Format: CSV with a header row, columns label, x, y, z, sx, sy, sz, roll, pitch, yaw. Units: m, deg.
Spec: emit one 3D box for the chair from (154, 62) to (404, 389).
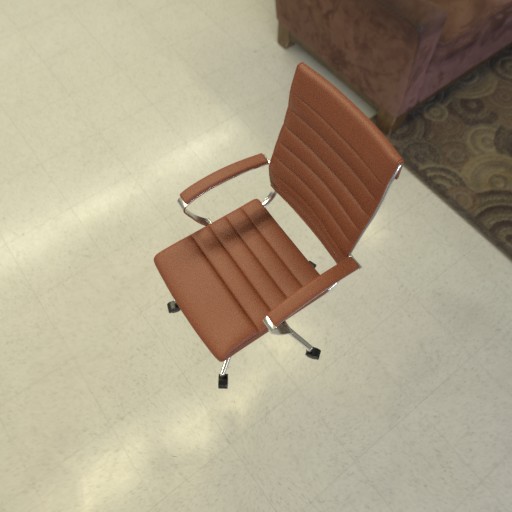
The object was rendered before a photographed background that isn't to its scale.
label,x,y,z,sx,sy,sz,roll,pitch,yaw
chair,0.000,0.000,1.660,0.739,1.149,0.766,-32,69,-14
